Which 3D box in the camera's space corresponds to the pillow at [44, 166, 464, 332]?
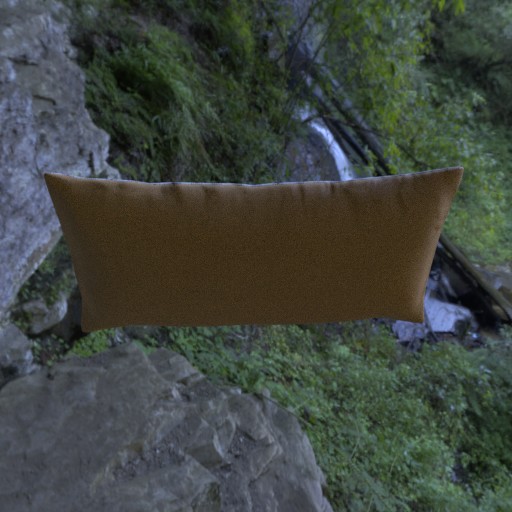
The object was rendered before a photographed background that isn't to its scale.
[{"bbox_3d":[0.000,0.000,0.714,0.608,0.291,0.151,-1,30,-2],"label":"pillow"}]
